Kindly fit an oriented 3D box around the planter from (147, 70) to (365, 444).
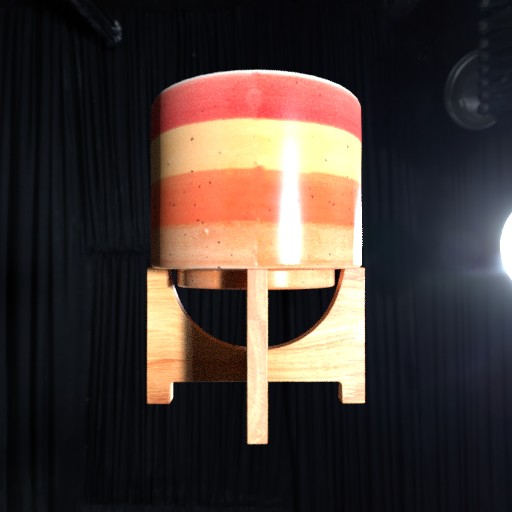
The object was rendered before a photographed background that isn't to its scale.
[{"bbox_3d":[0.000,0.000,0.412,0.199,0.268,0.199,0,-1,0],"label":"planter"}]
